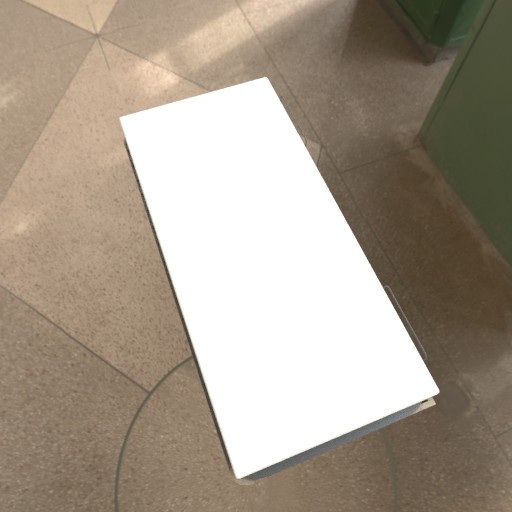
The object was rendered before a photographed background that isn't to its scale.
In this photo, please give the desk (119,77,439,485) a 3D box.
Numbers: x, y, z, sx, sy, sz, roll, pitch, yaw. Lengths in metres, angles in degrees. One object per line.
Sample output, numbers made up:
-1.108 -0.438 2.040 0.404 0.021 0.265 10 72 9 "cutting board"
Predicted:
0.000 0.000 2.240 0.900 0.455 1.900 -19 65 -9 "desk"
